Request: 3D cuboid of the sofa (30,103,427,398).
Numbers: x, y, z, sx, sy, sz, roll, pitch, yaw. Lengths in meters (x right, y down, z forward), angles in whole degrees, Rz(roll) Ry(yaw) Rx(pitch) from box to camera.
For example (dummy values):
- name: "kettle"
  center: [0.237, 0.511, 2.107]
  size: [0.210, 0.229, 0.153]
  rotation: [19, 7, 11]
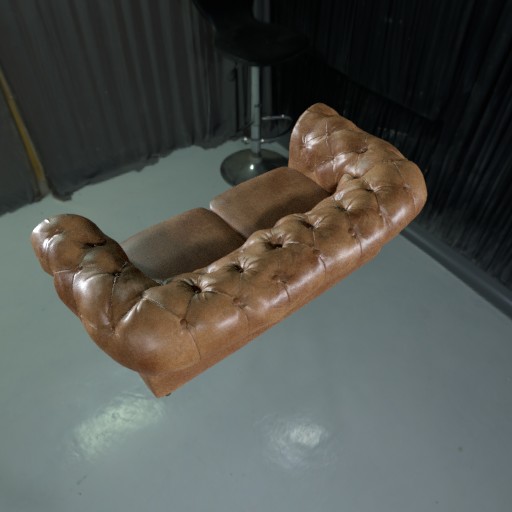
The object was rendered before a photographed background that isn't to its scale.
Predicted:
- name: "sofa"
  center: [0.000, 0.000, 2.485]
  size: [1.979, 0.877, 1.042]
  rotation: [-30, 54, -25]
